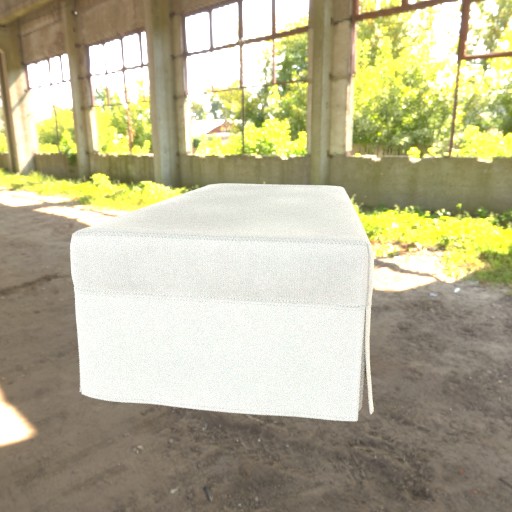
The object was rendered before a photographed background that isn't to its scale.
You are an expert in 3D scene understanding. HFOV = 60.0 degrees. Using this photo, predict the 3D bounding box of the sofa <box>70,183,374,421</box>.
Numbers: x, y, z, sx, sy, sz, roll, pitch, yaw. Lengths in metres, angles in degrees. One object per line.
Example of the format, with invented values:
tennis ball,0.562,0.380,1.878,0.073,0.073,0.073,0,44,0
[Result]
sofa,0.000,0.000,2.064,0.939,0.552,1.677,2,14,8
